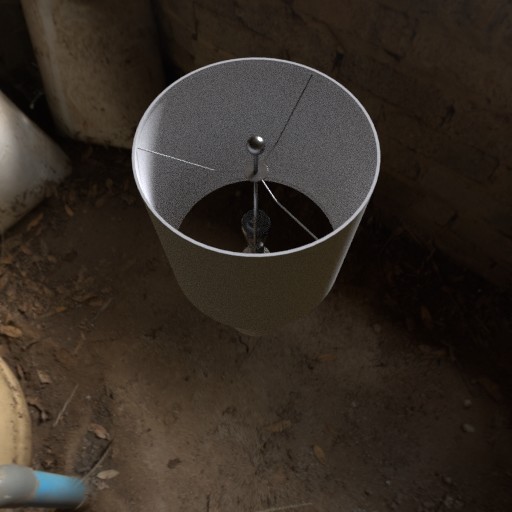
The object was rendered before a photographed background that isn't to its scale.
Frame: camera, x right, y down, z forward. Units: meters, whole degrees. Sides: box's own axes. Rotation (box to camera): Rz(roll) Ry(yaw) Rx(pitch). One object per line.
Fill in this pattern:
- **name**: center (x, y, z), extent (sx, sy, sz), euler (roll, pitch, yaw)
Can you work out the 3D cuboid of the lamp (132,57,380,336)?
- **lamp**: center (0.000, 0.000, 0.589), extent (0.214, 0.466, 0.214), euler (1, 65, 0)
